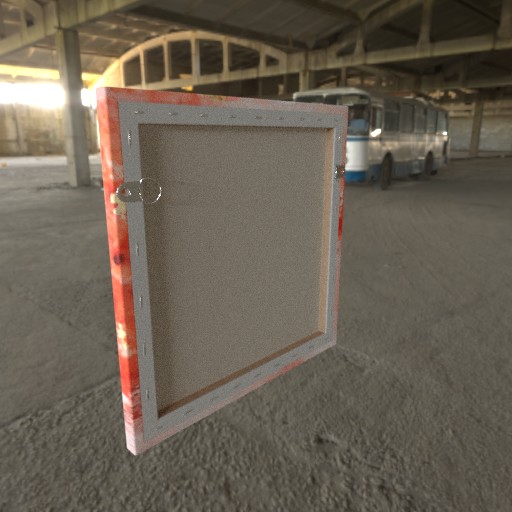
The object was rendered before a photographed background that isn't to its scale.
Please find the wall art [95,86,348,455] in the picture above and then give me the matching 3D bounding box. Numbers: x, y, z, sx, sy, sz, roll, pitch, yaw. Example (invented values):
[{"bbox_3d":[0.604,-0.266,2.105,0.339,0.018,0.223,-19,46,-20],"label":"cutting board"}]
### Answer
[{"bbox_3d":[0.000,0.000,1.113,0.064,0.746,0.747,14,21,43],"label":"wall art"}]
